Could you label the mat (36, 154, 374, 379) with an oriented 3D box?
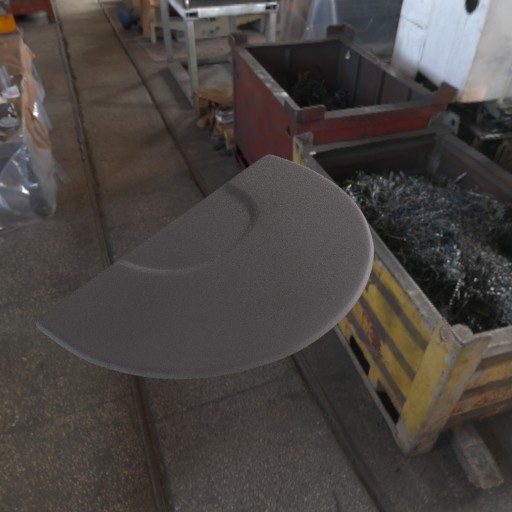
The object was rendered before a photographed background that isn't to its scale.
[{"bbox_3d":[0.000,0.000,1.863,0.917,0.022,1.525,25,47,26],"label":"mat"}]
